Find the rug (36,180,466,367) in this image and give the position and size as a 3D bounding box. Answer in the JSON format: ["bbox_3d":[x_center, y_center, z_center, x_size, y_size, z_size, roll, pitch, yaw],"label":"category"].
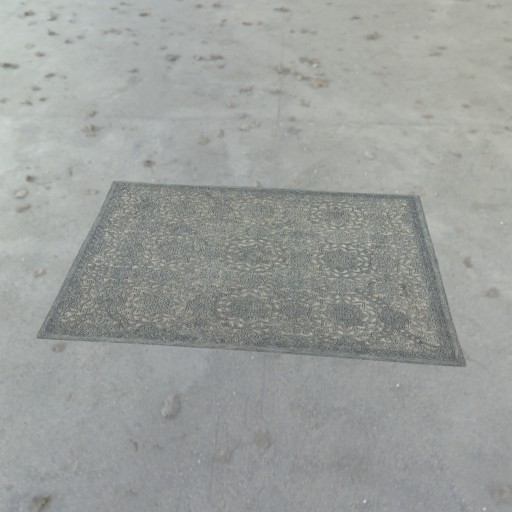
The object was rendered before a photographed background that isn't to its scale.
[{"bbox_3d":[0.000,0.000,3.079,2.498,0.022,1.535,3,47,3],"label":"rug"}]
